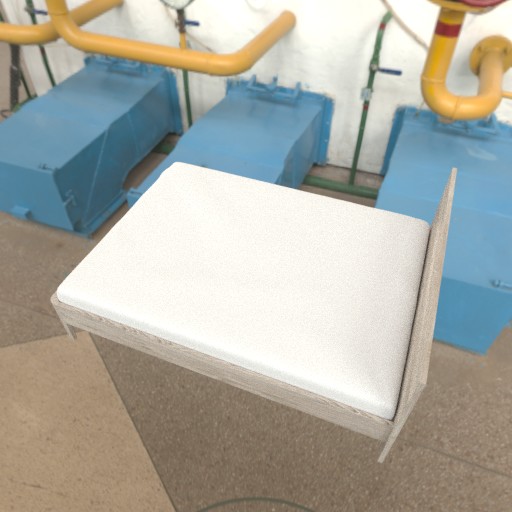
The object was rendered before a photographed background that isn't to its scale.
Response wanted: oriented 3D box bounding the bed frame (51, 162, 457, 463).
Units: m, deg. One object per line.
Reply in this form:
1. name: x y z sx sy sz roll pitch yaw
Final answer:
1. bed frame: 0.000 0.000 2.660 1.950 0.800 1.490 16 48 15
